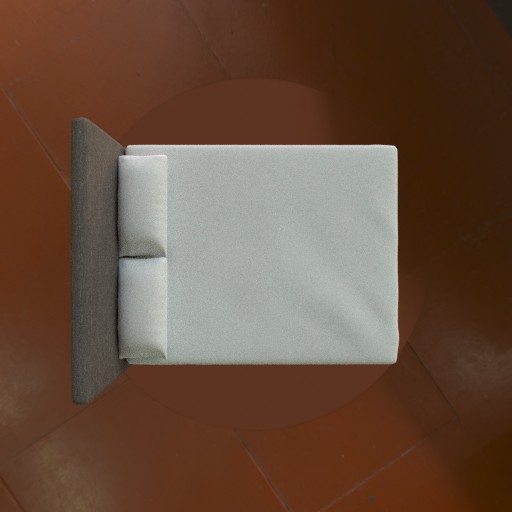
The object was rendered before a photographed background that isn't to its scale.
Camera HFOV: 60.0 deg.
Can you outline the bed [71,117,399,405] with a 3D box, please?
[{"bbox_3d":[0.000,0.000,3.168,2.142,1.330,1.723,0,90,0],"label":"bed"}]
